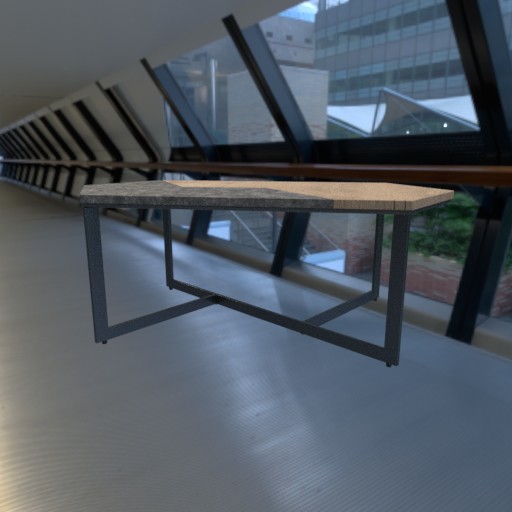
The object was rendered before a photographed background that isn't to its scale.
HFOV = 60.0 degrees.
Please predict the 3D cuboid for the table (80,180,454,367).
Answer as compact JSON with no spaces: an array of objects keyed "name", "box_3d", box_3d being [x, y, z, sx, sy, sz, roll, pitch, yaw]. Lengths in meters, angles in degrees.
[{"name":"table","box_3d":[0.000,0.000,1.498,1.219,0.457,0.609,2,14,10]}]
